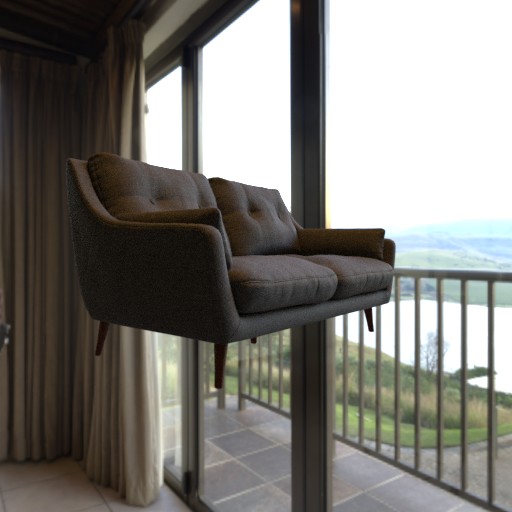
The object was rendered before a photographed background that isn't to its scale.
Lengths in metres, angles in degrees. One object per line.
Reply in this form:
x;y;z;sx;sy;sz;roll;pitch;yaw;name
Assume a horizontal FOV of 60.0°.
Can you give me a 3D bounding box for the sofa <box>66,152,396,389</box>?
0.000;0.000;2.234;0.976;0.887;1.646;0;0;37;sofa
